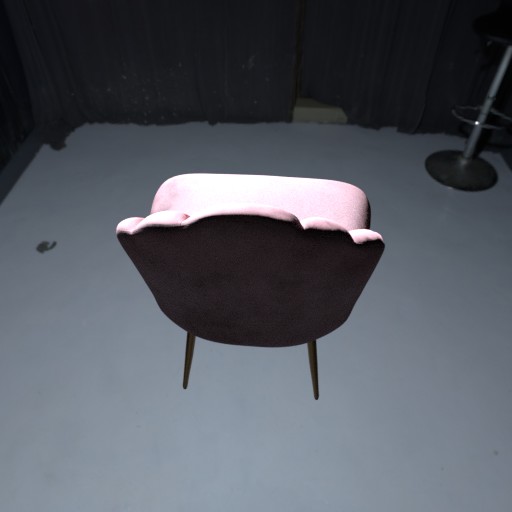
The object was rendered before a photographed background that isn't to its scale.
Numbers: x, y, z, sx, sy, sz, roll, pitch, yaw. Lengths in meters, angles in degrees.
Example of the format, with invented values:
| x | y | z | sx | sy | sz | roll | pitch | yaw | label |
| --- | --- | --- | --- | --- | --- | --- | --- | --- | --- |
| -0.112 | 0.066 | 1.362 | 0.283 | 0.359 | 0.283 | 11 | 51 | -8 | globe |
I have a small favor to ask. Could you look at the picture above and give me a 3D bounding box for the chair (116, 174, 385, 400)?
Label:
| x | y | z | sx | sy | sz | roll | pitch | yaw | label |
| --- | --- | --- | --- | --- | --- | --- | --- | --- | --- |
| 0.000 | 0.000 | 1.256 | 0.657 | 0.819 | 0.599 | 4 | 47 | 3 | chair |
